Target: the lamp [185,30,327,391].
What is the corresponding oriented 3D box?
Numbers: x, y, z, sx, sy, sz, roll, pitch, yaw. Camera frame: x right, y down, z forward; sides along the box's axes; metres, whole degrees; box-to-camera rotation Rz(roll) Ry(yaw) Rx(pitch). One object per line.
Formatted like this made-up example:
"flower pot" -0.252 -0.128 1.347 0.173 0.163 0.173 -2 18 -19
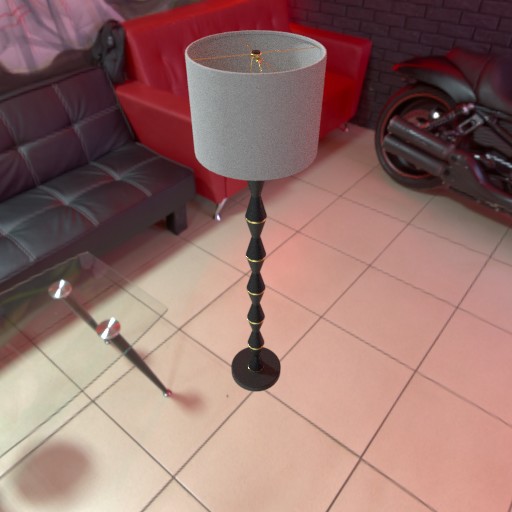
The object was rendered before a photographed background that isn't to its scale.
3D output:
"lamp" 0.000 0.000 1.683 0.381 1.480 0.381 -12 43 -14
